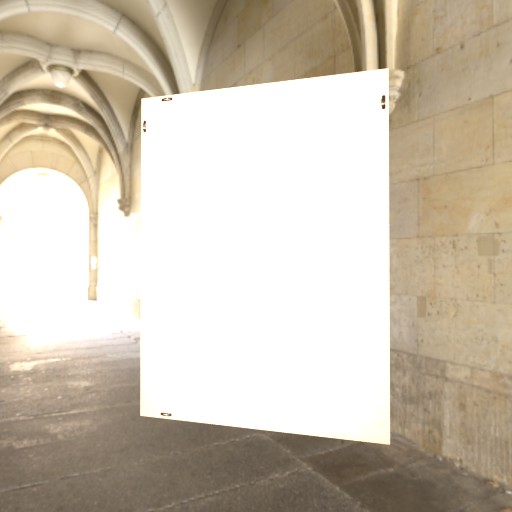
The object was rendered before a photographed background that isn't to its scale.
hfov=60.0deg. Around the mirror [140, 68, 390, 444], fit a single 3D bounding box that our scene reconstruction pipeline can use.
[{"bbox_3d":[0.000,0.000,1.323,0.762,1.016,0.040,0,-1,17],"label":"mirror"}]
